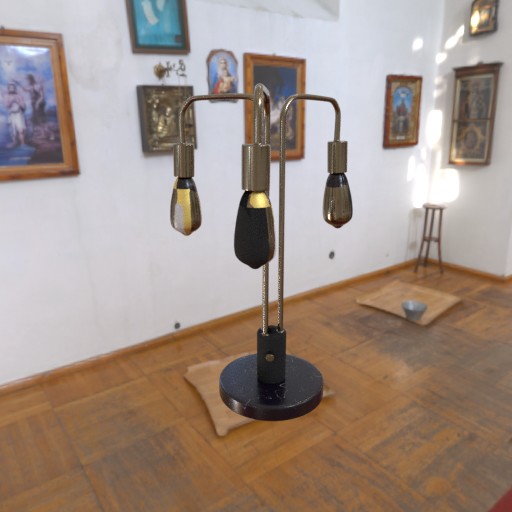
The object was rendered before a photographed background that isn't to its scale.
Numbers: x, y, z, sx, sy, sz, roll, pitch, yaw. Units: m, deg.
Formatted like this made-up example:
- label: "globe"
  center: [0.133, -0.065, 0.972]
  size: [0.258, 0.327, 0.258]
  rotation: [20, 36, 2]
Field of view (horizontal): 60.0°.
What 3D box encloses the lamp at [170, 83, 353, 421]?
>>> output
- label: "lamp"
  center: [0.000, 0.000, 0.800]
  size: [0.355, 0.560, 0.368]
  rotation: [2, 16, 8]
